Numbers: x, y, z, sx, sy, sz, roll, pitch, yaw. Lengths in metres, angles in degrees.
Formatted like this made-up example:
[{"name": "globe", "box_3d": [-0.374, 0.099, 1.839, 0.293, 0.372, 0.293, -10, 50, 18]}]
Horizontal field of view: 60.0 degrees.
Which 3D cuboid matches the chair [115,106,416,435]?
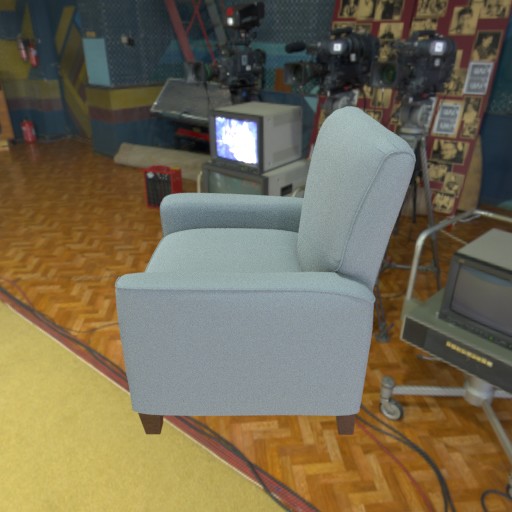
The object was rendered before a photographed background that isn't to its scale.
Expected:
[{"name": "chair", "box_3d": [0.000, 0.000, 1.646, 0.846, 1.007, 0.853, 0, 26, 0]}]
